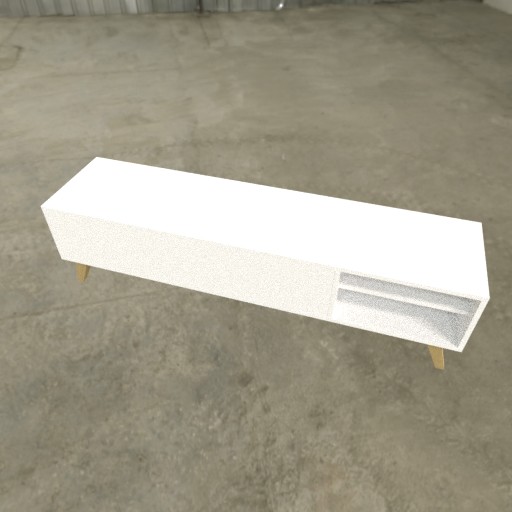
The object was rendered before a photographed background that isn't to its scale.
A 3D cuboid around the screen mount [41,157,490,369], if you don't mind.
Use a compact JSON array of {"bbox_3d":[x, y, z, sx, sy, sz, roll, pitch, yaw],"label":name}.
[{"bbox_3d":[0.000,0.000,1.843,1.644,0.432,0.399,12,44,13],"label":"screen mount"}]
